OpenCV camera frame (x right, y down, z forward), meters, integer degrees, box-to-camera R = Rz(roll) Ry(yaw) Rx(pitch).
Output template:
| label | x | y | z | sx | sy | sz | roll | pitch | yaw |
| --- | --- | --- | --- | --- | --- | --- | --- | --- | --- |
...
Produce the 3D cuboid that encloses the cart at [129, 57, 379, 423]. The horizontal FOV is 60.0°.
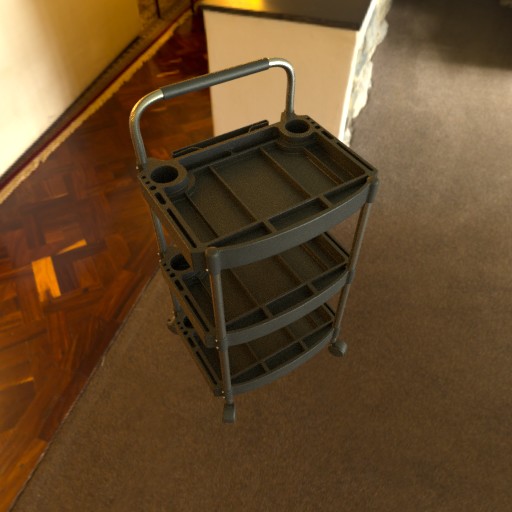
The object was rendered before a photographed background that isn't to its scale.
| label | x | y | z | sx | sy | sz | roll | pitch | yaw |
| --- | --- | --- | --- | --- | --- | --- | --- | --- | --- |
| cart | 0.000 | 0.000 | 1.452 | 0.584 | 1.075 | 0.518 | -25 | 53 | -20 |
